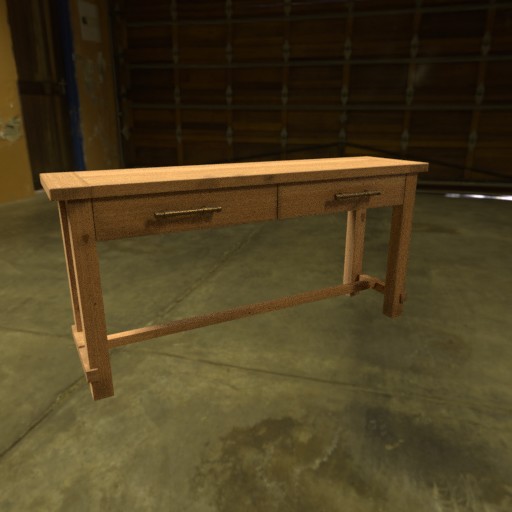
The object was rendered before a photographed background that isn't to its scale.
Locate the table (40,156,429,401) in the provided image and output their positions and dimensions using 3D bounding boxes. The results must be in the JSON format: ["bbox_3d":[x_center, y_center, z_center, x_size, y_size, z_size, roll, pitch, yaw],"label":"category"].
[{"bbox_3d":[0.000,0.000,1.944,1.599,0.762,0.442,-9,20,-27],"label":"table"}]
